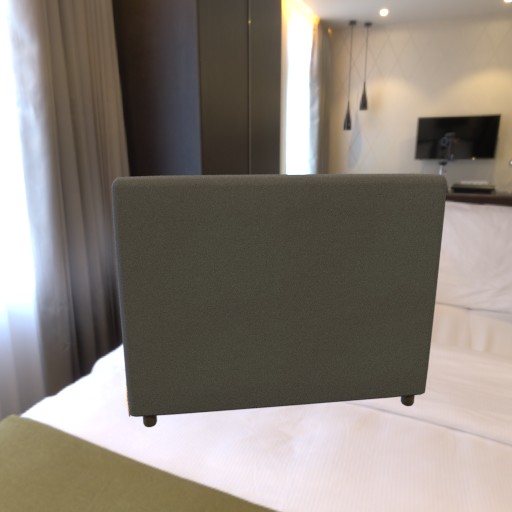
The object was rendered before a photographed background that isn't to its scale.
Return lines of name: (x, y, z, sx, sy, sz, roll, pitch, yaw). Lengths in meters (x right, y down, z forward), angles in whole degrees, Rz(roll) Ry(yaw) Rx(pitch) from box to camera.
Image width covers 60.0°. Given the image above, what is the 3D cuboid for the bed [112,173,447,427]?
bed: (0.000, 0.000, 3.294, 1.713, 1.330, 2.162, -2, 14, -7)
